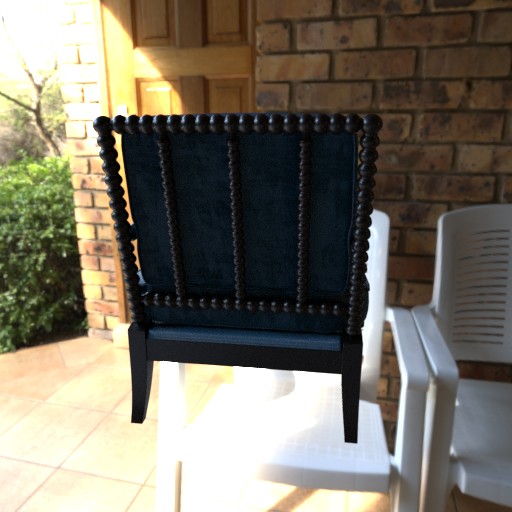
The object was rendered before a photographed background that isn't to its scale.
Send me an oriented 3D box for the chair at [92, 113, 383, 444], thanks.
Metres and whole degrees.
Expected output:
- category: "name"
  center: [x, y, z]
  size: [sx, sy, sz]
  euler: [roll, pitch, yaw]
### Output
- category: "chair"
  center: [0.000, 0.000, 1.432]
  size: [0.688, 0.857, 0.805]
  euler: [2, 15, 8]
